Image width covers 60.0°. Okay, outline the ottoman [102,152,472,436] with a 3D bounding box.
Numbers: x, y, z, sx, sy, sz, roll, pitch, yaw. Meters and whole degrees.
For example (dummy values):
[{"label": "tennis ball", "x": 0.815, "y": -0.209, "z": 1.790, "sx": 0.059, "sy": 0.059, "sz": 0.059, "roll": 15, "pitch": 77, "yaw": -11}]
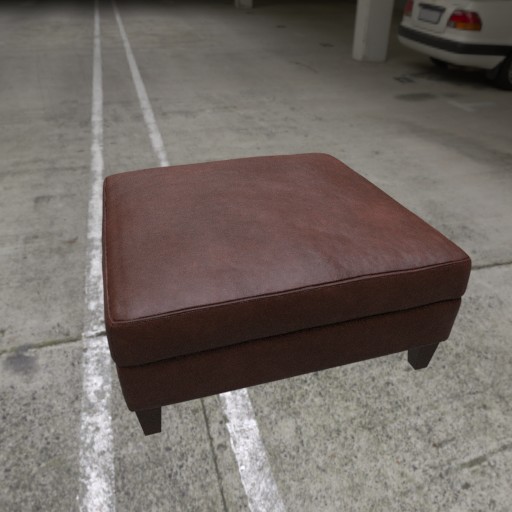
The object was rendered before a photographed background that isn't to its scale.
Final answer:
[{"label": "ottoman", "x": 0.000, "y": 0.000, "z": 1.322, "sx": 0.844, "sy": 0.415, "sz": 0.836, "roll": -9, "pitch": 32, "yaw": -14}]
